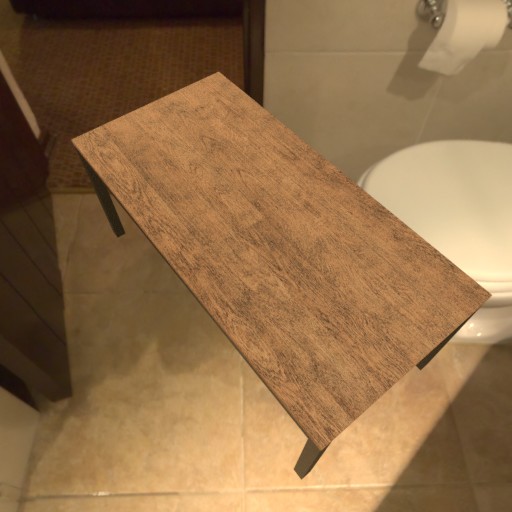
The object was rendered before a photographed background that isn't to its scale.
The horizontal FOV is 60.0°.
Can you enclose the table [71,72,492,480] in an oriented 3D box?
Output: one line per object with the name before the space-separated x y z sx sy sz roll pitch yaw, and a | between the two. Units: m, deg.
table | 0.000 0.000 2.263 0.893 0.767 1.805 -33 63 -20
